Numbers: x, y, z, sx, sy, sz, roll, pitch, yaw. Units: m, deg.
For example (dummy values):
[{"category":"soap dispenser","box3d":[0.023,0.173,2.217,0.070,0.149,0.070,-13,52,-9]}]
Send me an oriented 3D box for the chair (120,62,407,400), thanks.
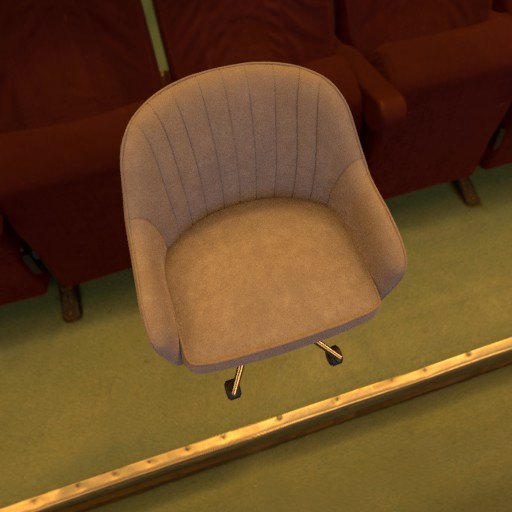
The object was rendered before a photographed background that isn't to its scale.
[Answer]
[{"category":"chair","box3d":[0.000,0.000,1.241,0.635,0.831,0.573,-16,64,-8]}]
